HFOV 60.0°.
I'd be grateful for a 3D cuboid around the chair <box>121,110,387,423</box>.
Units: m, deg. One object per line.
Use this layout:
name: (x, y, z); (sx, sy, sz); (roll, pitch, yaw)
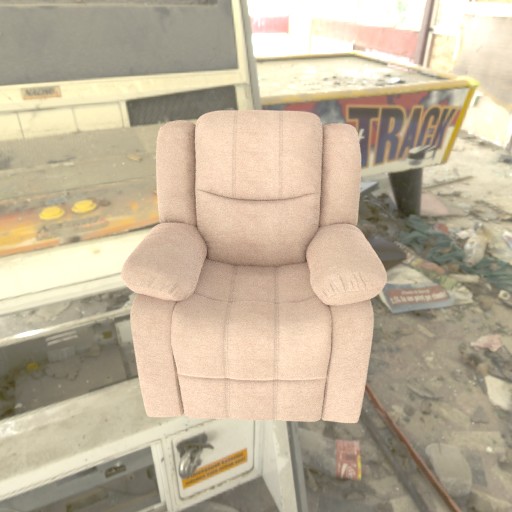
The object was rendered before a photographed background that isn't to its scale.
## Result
chair: (0.000, 0.000, 1.794); (0.899, 1.008, 0.944); (1, 31, 2)
